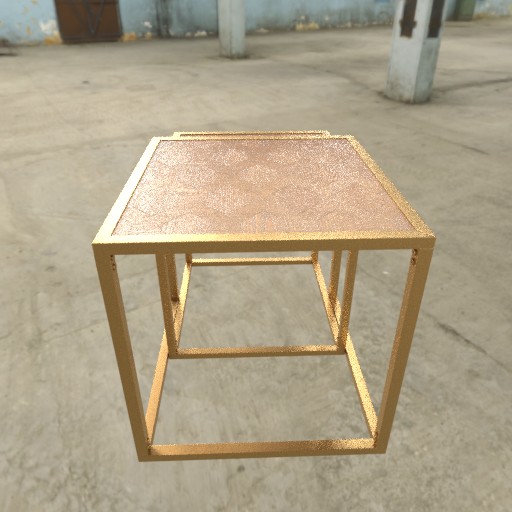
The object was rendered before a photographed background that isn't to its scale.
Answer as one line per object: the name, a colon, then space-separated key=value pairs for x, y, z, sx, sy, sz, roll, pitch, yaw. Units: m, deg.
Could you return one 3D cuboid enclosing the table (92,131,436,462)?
table: x=0.000 y=0.000 z=1.098 sx=0.505 sy=0.505 sz=0.762 roll=-1 pitch=31 yaw=-2
